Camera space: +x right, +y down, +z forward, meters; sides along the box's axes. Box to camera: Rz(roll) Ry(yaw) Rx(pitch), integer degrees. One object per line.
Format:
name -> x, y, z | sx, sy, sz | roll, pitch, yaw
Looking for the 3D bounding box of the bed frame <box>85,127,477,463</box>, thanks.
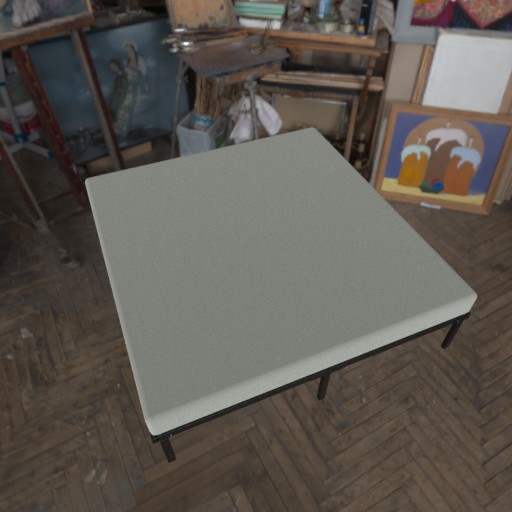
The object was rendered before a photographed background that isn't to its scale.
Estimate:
bed frame -> 0.000, 0.000, 4.011 | 2.526, 0.680, 2.635 | -17, 49, -16
